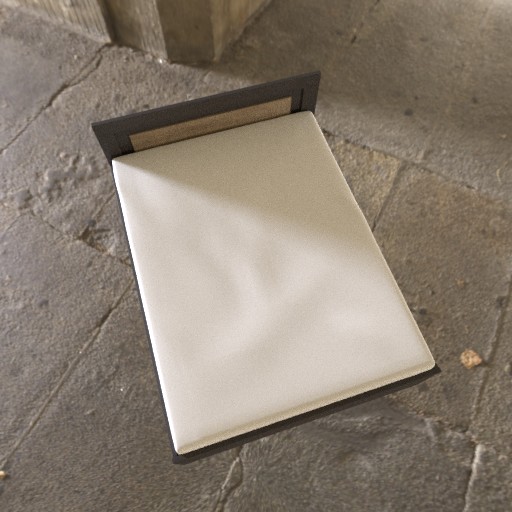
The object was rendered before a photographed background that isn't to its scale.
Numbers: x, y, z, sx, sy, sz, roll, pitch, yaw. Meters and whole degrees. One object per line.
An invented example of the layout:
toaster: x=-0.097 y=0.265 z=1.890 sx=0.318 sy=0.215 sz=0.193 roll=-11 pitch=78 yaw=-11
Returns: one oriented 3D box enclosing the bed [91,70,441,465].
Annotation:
bed: x=0.000 y=0.000 z=2.892 sx=1.585 sy=0.823 sz=2.073 roll=-16 pitch=65 yaw=-8
